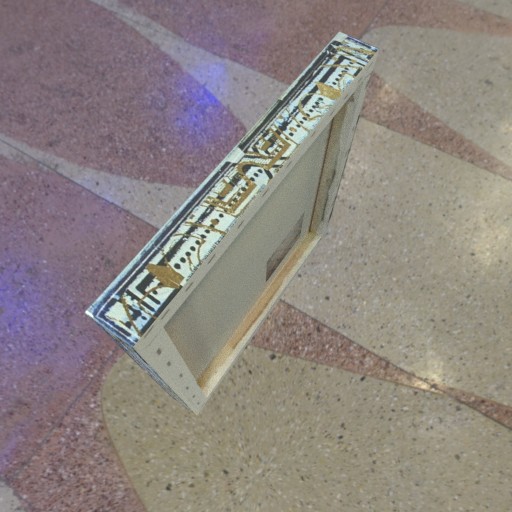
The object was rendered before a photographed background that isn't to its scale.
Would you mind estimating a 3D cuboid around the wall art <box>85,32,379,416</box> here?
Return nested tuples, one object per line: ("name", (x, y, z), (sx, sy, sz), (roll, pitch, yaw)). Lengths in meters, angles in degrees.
("wall art", (0.000, 0.000, 0.449), (0.038, 0.306, 0.302), (32, 67, 15))
